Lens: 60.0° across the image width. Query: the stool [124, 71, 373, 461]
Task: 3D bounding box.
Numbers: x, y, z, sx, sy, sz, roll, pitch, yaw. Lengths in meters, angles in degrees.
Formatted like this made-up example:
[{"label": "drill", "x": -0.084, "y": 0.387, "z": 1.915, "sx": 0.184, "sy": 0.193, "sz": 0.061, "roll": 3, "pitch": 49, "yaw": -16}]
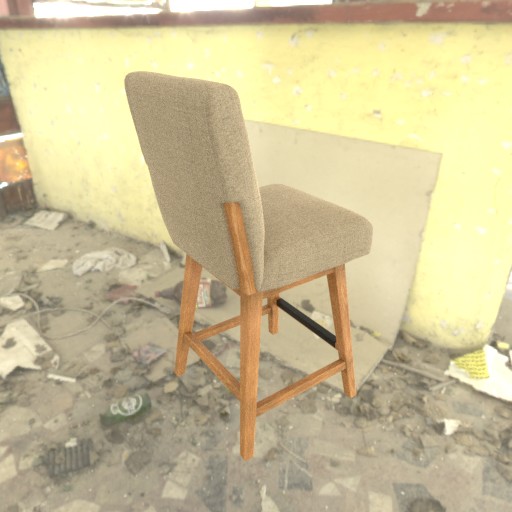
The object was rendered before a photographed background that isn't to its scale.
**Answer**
[{"label": "stool", "x": 0.000, "y": 0.000, "z": 1.307, "sx": 0.526, "sy": 1.010, "sz": 0.459, "roll": -18, "pitch": 32, "yaw": -31}]
